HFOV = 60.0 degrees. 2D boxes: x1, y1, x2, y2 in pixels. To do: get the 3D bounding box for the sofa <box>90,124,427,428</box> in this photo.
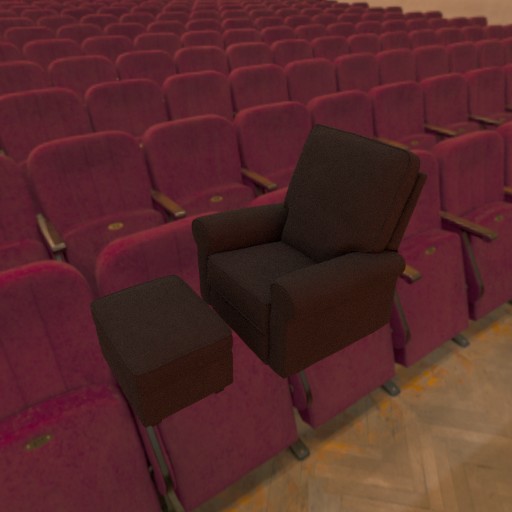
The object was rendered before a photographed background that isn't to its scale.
[{"bbox_3d":[0.000,0.000,2.097,1.478,0.959,0.880,-20,36,-29],"label":"sofa"}]
